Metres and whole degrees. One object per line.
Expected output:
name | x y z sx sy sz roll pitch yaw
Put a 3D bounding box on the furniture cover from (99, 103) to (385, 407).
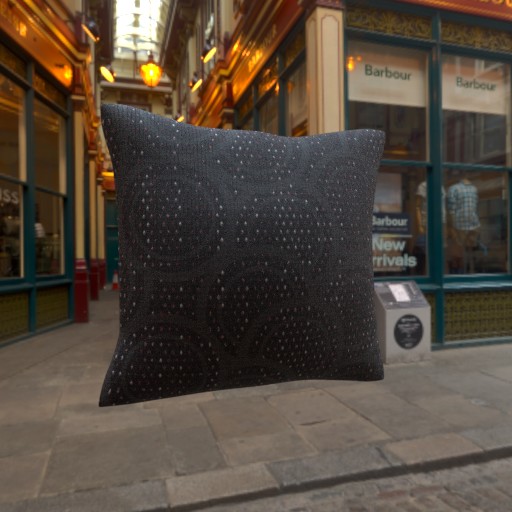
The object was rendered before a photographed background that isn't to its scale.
furniture cover | 0.000 0.000 0.822 0.552 0.509 0.193 0 0 -18
